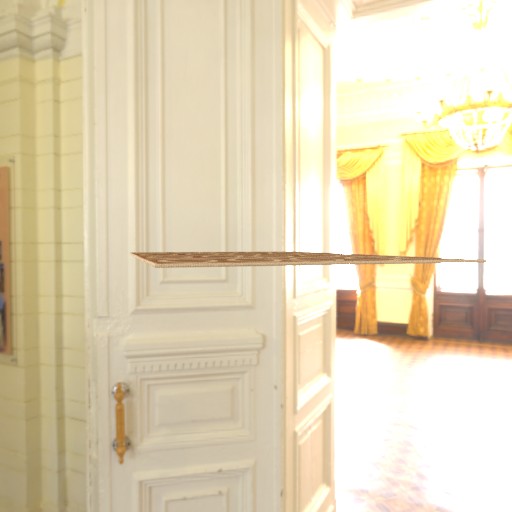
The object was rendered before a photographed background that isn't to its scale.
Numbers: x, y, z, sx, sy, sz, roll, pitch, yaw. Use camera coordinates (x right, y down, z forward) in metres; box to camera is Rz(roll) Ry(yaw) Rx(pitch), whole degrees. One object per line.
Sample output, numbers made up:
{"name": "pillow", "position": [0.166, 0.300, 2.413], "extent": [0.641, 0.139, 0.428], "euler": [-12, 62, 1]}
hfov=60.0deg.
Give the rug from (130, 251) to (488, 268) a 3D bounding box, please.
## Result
{"name": "rug", "position": [0.000, 0.000, 2.908], "extent": [1.528, 0.014, 2.294], "euler": [-1, 2, -18]}
